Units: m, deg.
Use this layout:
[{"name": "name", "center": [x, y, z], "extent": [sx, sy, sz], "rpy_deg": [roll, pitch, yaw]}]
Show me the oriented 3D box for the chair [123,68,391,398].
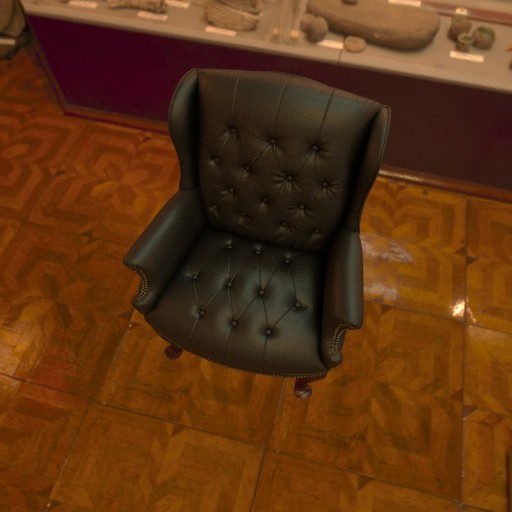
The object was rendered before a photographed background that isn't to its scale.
[{"name": "chair", "center": [0.000, 0.000, 1.677], "extent": [0.838, 1.111, 0.762], "rpy_deg": [14, 60, 8]}]
